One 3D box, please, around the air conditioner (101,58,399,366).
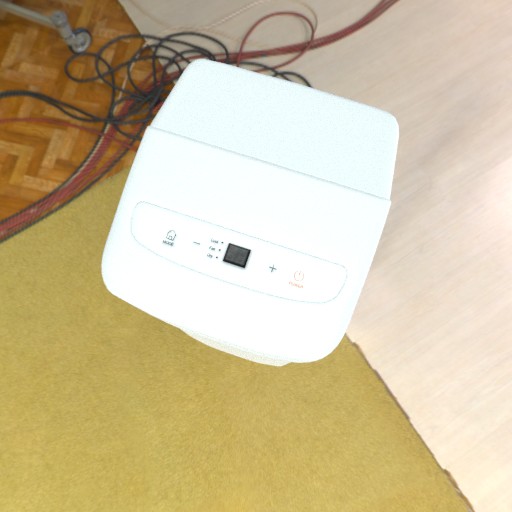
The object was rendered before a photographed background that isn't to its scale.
[{"bbox_3d":[0.000,0.000,0.804,0.304,0.606,0.349,18,76,5],"label":"air conditioner"}]
